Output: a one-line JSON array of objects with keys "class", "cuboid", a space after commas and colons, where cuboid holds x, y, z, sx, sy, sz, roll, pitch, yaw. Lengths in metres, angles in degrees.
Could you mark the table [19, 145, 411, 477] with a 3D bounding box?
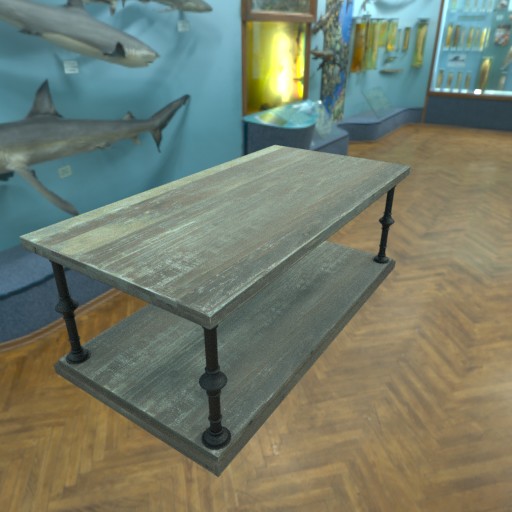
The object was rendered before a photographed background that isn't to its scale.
[{"class": "table", "cuboid": [0.000, 0.000, 1.355, 0.554, 0.399, 1.088, 17, 32, 30]}]
